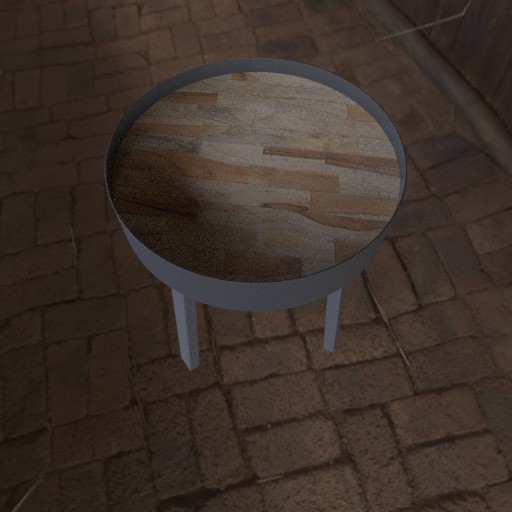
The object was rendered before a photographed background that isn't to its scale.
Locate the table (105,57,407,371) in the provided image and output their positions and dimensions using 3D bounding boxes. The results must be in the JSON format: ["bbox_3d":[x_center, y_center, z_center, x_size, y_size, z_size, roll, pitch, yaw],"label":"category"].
[{"bbox_3d":[0.000,0.000,0.844,0.406,0.559,0.406,0,59,0],"label":"table"}]
